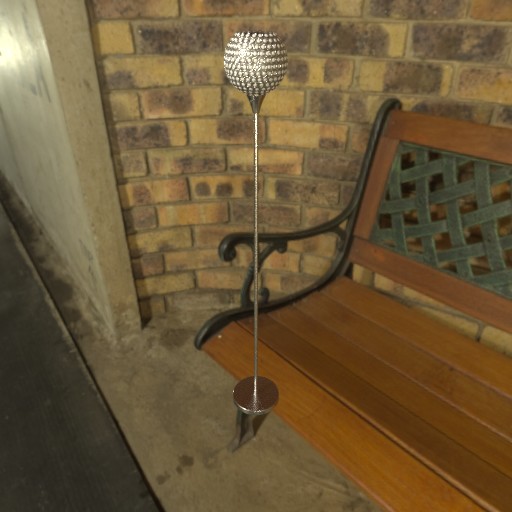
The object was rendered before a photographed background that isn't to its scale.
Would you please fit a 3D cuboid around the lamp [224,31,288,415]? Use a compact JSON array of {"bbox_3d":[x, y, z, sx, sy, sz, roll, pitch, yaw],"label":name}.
[{"bbox_3d":[0.000,0.000,1.997,0.254,1.805,0.254,0,30,0],"label":"lamp"}]
